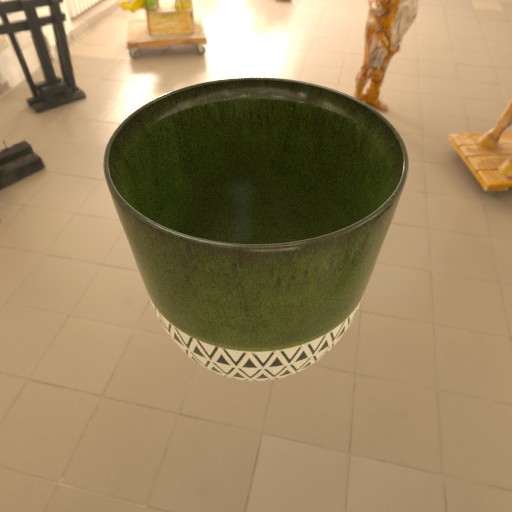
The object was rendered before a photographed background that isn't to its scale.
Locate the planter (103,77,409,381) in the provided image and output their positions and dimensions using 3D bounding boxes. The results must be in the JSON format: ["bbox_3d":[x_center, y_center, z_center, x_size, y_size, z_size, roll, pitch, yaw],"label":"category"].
[{"bbox_3d":[0.000,0.000,0.462,0.245,0.270,0.245,0,46,0],"label":"planter"}]
